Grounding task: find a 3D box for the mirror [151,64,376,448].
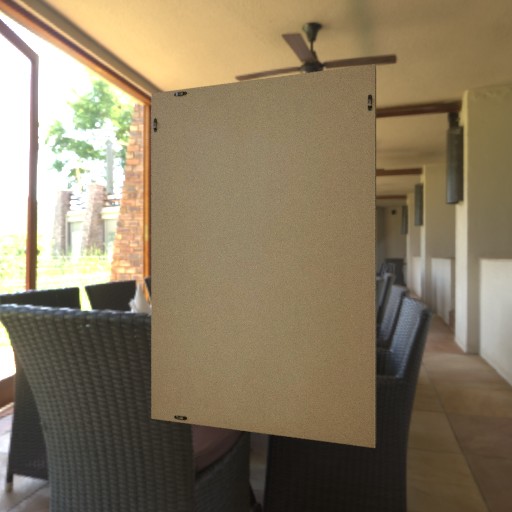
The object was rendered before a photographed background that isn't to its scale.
[{"bbox_3d":[0.000,0.000,1.166,0.609,0.915,0.041,0,0,18],"label":"mirror"}]
